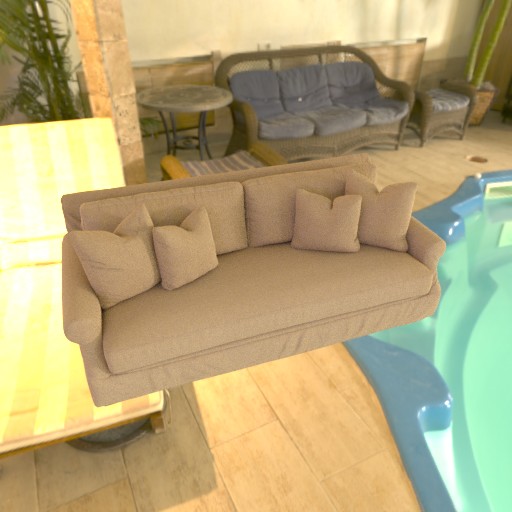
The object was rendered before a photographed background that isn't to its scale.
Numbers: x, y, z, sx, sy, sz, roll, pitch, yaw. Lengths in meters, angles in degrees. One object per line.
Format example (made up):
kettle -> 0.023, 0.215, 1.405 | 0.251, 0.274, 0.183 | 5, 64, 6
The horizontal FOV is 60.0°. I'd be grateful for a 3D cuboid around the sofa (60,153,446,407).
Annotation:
sofa -> 0.000, 0.000, 2.804 | 2.285, 0.904, 1.067 | -11, 34, -17
